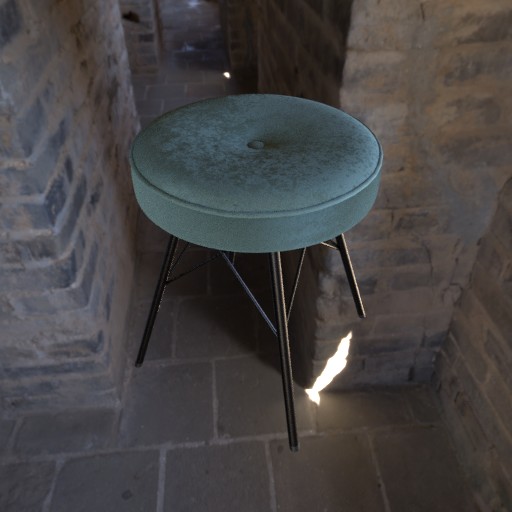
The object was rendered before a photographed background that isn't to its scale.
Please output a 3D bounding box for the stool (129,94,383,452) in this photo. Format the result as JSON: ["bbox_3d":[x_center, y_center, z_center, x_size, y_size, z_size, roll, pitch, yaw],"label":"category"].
[{"bbox_3d":[0.000,0.000,0.879,0.458,0.519,0.457,27,48,28],"label":"stool"}]
